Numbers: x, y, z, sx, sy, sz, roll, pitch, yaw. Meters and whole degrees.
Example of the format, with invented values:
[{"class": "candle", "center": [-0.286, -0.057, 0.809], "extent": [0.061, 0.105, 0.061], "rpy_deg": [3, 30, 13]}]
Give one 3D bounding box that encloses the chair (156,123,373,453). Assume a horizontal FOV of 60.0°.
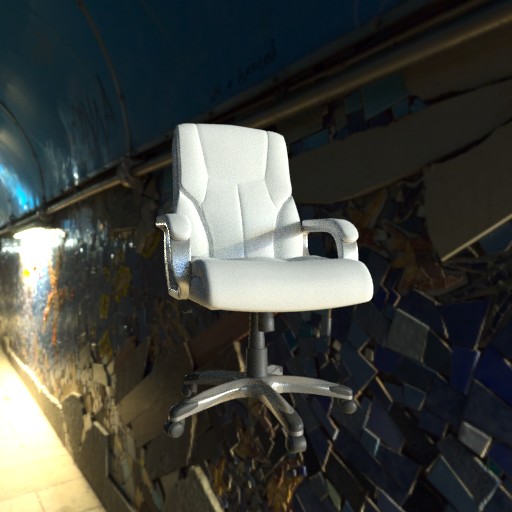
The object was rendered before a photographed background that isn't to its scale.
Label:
[{"class": "chair", "center": [0.000, 0.000, 1.590], "extent": [0.687, 1.120, 0.738], "rpy_deg": [0, 0, -20]}]
